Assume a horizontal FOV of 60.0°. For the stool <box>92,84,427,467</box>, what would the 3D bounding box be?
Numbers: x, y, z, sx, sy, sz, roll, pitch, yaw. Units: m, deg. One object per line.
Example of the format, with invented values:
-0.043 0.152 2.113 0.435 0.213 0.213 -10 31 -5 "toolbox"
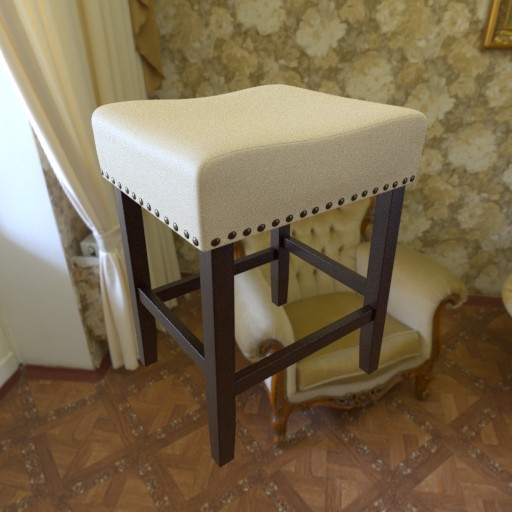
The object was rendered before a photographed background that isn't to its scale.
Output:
0.000 0.000 0.932 0.471 0.609 0.401 -20 35 -31 "stool"
